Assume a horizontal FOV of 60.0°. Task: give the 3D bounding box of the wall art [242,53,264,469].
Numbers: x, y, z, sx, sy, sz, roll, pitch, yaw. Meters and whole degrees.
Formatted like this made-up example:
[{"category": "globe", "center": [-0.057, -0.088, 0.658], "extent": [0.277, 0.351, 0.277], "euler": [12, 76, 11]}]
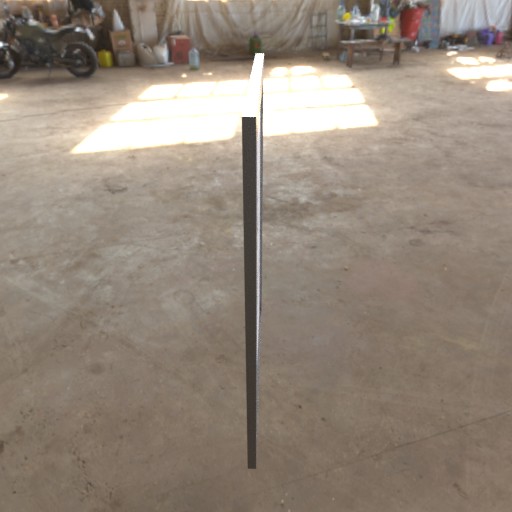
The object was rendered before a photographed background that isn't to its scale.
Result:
[{"category": "wall art", "center": [0.000, 0.000, 0.692], "extent": [0.013, 0.529, 0.376], "euler": [1, 32, 2]}]
